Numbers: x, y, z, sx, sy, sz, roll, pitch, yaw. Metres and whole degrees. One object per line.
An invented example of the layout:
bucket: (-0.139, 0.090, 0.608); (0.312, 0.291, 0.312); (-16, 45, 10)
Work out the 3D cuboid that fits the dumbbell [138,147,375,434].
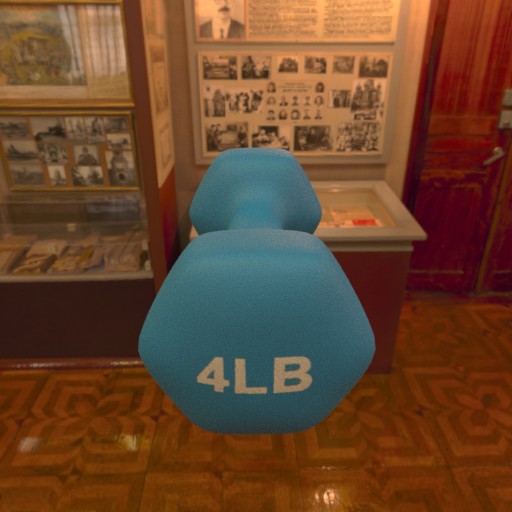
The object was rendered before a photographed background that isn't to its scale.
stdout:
dumbbell: (0.000, 0.000, 0.192); (0.074, 0.066, 0.152); (0, 26, 0)
